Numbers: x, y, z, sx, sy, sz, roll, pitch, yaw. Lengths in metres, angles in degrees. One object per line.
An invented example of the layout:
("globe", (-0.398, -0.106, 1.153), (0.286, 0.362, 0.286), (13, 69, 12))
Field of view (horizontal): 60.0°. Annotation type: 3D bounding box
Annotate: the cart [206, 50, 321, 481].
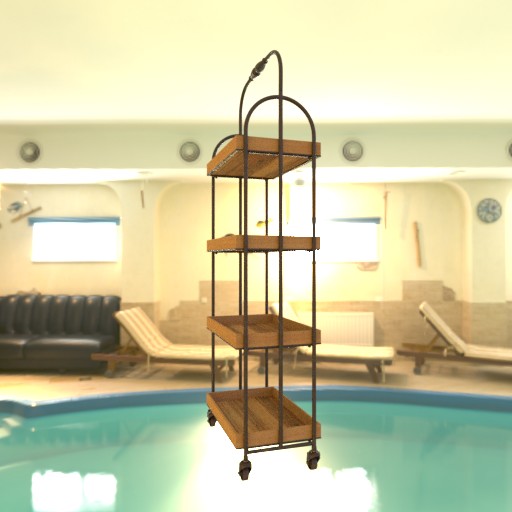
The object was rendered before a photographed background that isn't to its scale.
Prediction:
("cart", (0.000, 0.000, 1.743), (0.308, 1.481, 0.581), (0, 0, -18))
